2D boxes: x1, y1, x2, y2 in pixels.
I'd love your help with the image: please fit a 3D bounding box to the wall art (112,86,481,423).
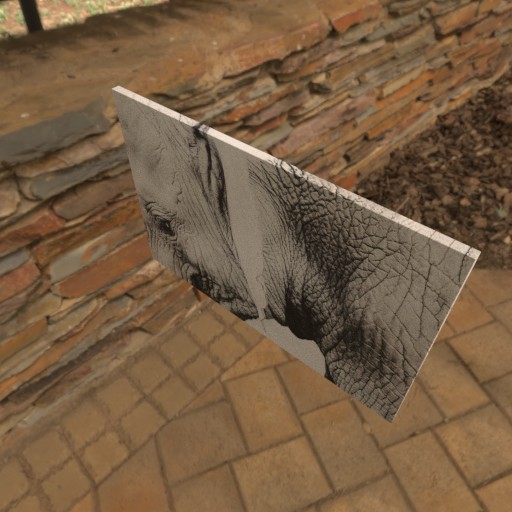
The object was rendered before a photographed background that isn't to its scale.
[{"bbox_3d":[0.000,0.000,1.121,0.914,0.607,0.023,31,53,26],"label":"wall art"}]
